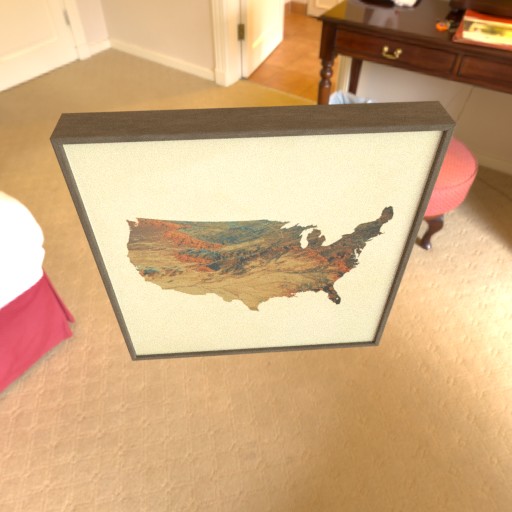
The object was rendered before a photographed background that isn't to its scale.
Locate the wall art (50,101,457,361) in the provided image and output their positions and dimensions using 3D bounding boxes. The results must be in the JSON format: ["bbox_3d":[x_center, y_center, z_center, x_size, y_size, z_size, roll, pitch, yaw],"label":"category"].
[{"bbox_3d":[0.000,0.000,0.449,0.303,0.302,0.038,-3,45,-3],"label":"wall art"}]
